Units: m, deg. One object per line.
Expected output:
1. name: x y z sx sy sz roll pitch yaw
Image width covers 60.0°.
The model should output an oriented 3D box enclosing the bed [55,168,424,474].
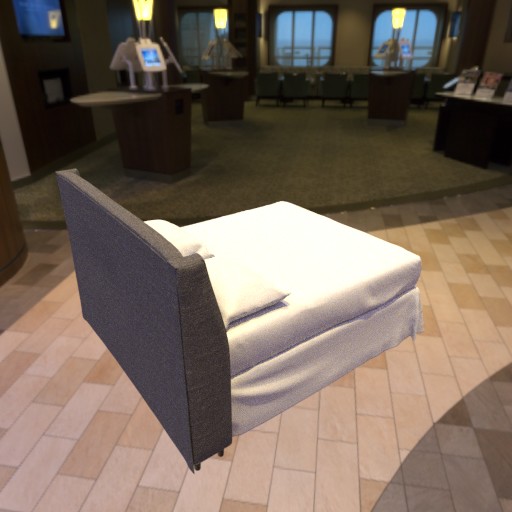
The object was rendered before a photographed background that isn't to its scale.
1. bed: 0.000 0.000 3.431 2.276 1.332 1.925 -18 31 -32
